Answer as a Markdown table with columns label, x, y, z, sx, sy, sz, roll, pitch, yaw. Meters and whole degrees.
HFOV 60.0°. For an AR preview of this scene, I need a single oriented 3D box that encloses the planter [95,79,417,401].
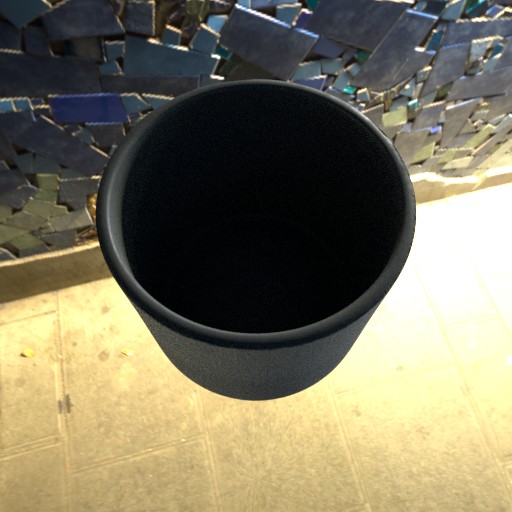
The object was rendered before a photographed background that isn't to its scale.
| label | x | y | z | sx | sy | sz | roll | pitch | yaw |
| --- | --- | --- | --- | --- | --- | --- | --- | --- | --- |
| planter | 0.000 | 0.000 | 0.397 | 0.226 | 0.201 | 0.226 | 0 | 63 | 0 |
